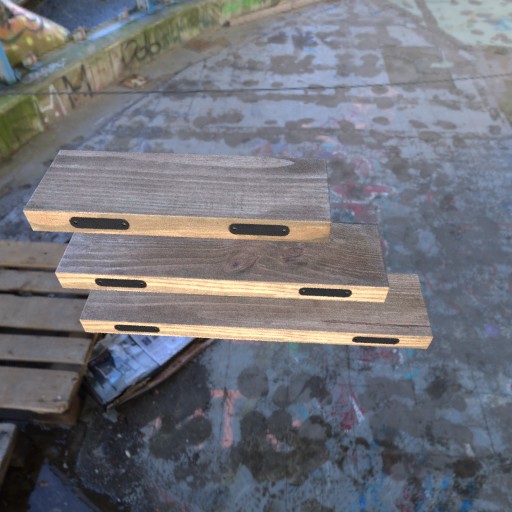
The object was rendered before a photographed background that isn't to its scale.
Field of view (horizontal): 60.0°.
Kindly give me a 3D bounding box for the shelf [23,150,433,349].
[{"bbox_3d":[0.000,0.000,0.728,0.610,0.293,0.140,2,48,2],"label":"shelf"}]
